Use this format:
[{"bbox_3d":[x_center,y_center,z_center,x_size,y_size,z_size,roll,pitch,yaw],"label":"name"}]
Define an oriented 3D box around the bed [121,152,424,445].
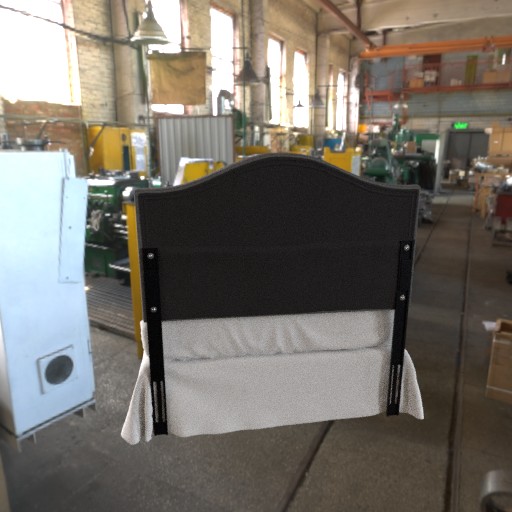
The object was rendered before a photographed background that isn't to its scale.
[{"bbox_3d":[0.000,0.000,3.528,1.876,1.645,2.221,-2,14,-7],"label":"bed"}]
